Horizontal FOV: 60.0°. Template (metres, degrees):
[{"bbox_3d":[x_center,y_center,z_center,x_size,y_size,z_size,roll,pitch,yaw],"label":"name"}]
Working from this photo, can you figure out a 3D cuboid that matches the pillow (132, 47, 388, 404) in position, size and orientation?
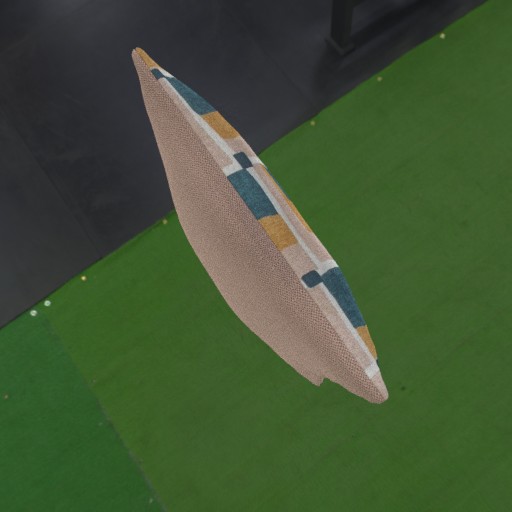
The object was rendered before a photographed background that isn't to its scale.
[{"bbox_3d":[0.000,0.000,0.698,0.158,0.479,0.478,-33,78,-8],"label":"pillow"}]
